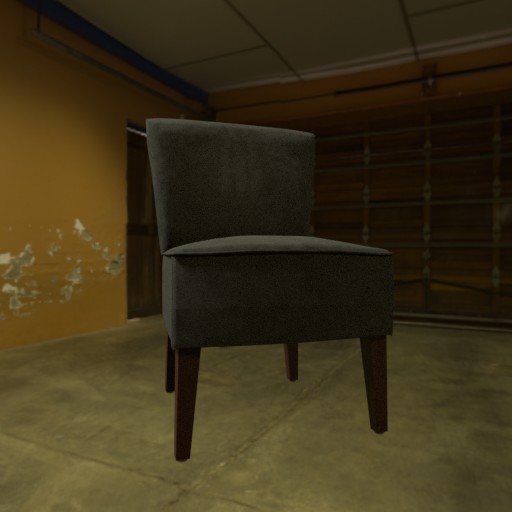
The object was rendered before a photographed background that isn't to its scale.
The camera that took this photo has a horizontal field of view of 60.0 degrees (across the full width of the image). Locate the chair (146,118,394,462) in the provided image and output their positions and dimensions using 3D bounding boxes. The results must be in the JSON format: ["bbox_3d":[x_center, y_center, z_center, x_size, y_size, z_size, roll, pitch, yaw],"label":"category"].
[{"bbox_3d":[0.000,0.000,1.147,0.521,0.806,0.554,0,0,-18],"label":"chair"}]
